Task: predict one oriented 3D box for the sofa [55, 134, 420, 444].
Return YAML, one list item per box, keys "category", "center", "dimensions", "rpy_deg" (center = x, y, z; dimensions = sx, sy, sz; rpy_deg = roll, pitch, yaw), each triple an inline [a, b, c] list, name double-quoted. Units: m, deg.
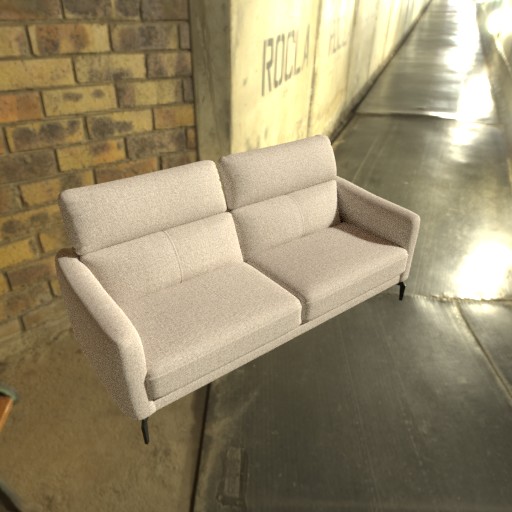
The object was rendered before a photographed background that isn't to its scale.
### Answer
- category: "sofa"
  center: [0.000, 0.000, 2.524]
  dimensions: [2.015, 0.956, 0.856]
  rpy_deg: [-21, 36, -31]
